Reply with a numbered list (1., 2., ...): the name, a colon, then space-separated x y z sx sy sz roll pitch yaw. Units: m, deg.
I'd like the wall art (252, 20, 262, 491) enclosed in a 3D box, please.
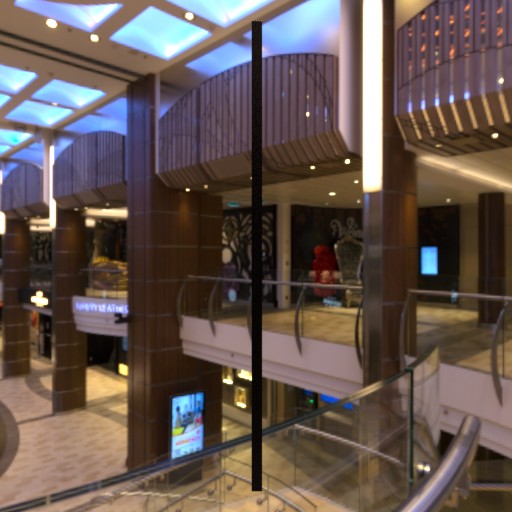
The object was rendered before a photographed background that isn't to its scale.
1. wall art: 0.000 0.000 0.769 0.013 0.582 0.442 0 0 0
